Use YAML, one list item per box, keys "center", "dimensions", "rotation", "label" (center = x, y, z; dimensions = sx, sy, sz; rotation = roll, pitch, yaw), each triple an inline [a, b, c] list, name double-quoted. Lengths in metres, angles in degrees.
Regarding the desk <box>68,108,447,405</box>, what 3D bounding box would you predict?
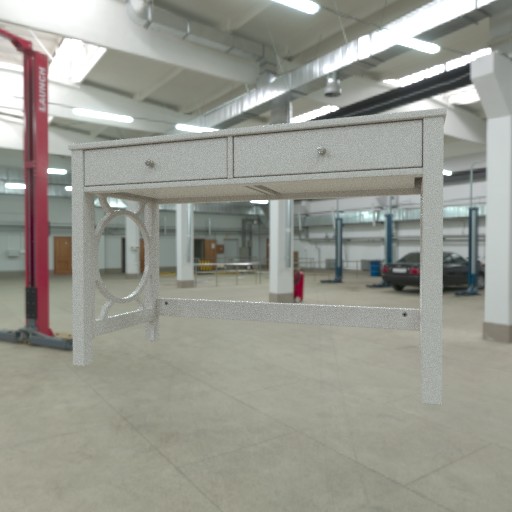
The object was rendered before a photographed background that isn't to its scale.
- center: [0.000, 0.000, 1.549]
  dimensions: [1.191, 0.762, 0.504]
  rotation: [0, 1, 20]
  label: "desk"
